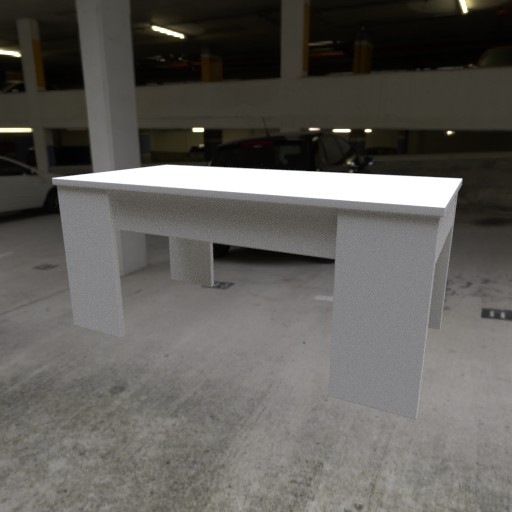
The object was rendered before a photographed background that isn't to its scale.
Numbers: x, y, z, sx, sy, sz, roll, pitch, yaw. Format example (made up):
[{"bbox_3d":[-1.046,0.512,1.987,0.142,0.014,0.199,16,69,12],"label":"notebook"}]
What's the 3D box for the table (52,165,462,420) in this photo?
[{"bbox_3d":[0.000,0.000,1.267,1.000,0.440,0.500,8,18,26],"label":"table"}]
